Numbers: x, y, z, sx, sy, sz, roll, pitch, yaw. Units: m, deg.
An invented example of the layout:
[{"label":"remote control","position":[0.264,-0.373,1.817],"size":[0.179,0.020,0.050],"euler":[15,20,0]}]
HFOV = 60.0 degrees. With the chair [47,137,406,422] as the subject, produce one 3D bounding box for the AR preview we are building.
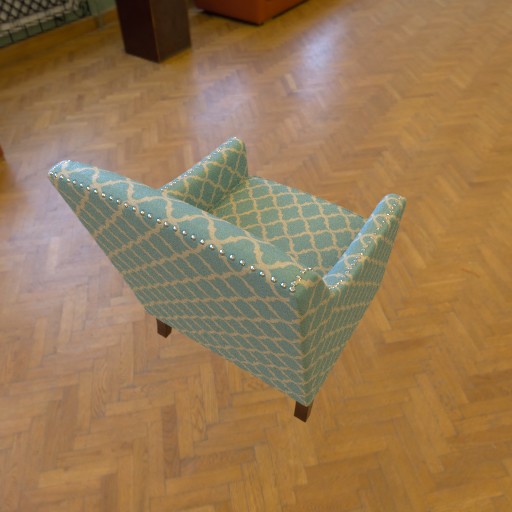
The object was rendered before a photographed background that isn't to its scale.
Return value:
[{"label":"chair","position":[0.000,0.000,1.287],"size":[0.617,0.817,0.686],"euler":[25,51,22]}]
